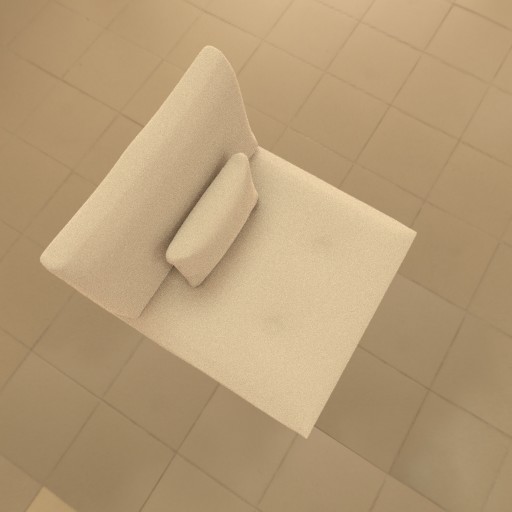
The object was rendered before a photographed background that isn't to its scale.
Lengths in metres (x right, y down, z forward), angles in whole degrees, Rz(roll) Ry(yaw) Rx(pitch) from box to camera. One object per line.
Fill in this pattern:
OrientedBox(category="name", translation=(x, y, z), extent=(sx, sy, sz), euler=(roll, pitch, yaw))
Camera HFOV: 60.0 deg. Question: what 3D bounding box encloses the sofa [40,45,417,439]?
OrientedBox(category="sofa", translation=(0.000, 0.000, 1.679), extent=(1.000, 0.828, 0.935), euler=(30, 76, 9))
